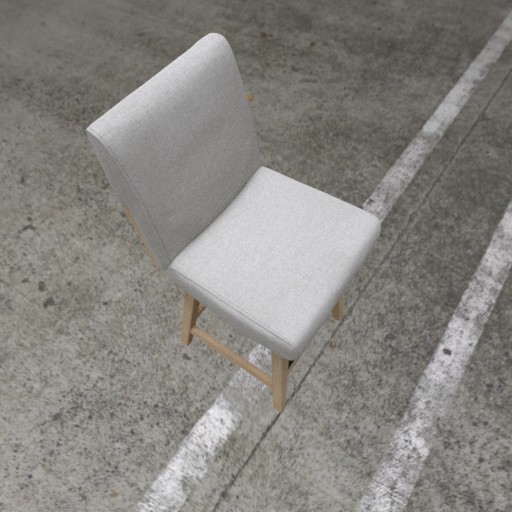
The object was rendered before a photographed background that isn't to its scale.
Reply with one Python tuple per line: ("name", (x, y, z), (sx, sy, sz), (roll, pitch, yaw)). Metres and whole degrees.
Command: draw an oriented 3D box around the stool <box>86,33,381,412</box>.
("stool", (0.000, 0.000, 1.405), (0.606, 1.085, 0.507), (31, 63, 18))
